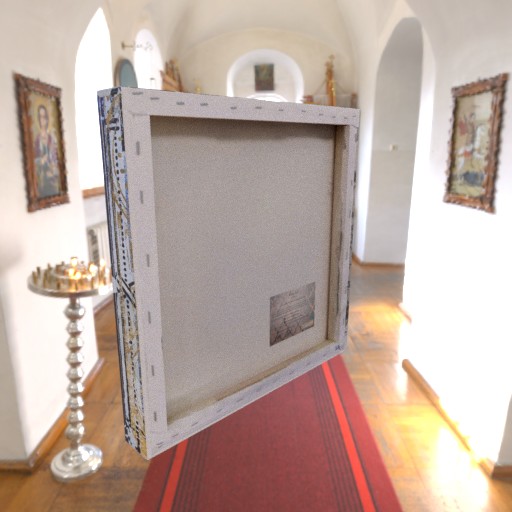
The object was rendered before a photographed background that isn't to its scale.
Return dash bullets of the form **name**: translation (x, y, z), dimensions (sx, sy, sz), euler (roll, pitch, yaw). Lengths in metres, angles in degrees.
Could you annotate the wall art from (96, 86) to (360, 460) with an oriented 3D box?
- **wall art**: translation (0.000, 0.000, 0.462), dimensions (0.302, 0.306, 0.038), euler (-14, 20, -43)
